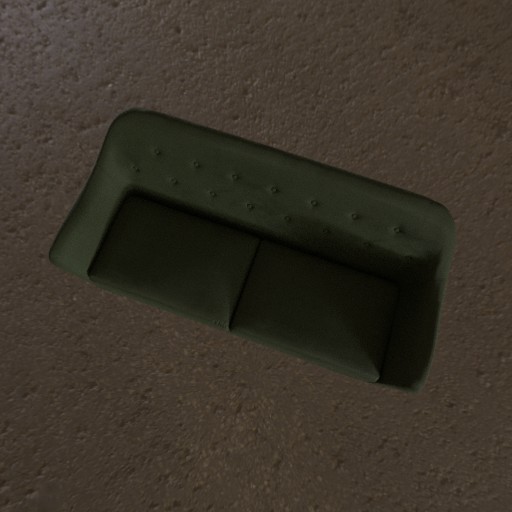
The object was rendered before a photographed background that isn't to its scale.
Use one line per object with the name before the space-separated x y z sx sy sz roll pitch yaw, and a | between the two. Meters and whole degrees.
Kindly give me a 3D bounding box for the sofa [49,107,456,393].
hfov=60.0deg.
sofa | 0.000 0.000 2.275 1.840 0.836 0.820 19 76 5
